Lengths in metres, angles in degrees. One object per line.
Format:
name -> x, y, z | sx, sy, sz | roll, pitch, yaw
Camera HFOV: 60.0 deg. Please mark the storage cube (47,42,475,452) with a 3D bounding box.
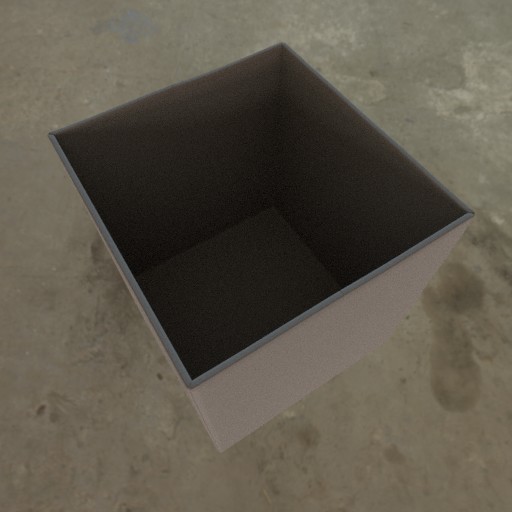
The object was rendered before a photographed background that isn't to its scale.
storage cube -> 0.000, 0.000, 0.486 | 0.270, 0.280, 0.270 | -29, 63, -16
